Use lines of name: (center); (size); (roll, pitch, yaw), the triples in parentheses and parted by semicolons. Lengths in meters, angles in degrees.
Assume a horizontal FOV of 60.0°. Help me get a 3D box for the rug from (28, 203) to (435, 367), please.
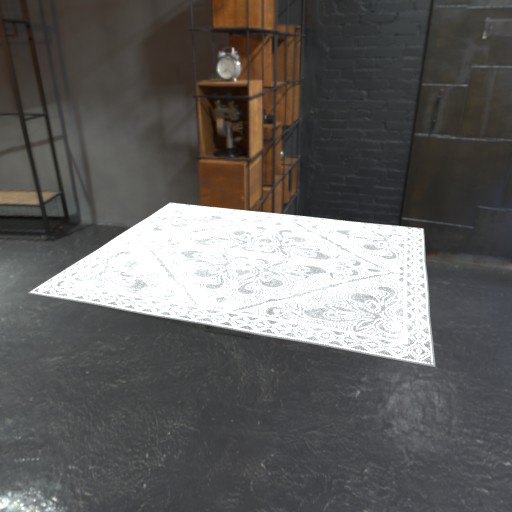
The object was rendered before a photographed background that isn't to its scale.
rug: (0.000, 0.000, 4.138); (3.048, 0.012, 2.438); (8, 26, 16)
